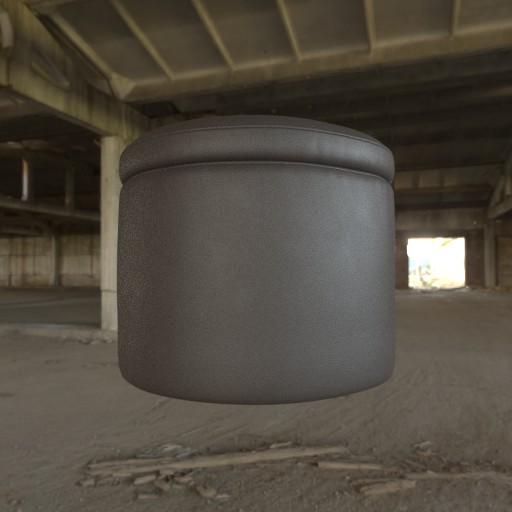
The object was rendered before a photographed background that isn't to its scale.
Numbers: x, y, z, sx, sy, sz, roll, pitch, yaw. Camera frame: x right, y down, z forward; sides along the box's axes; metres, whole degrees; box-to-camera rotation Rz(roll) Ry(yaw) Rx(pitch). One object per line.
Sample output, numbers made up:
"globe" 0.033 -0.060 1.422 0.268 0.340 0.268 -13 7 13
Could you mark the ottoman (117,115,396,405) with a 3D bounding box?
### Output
"ottoman" 0.000 0.000 0.833 0.500 0.409 0.500 0 -1 0
